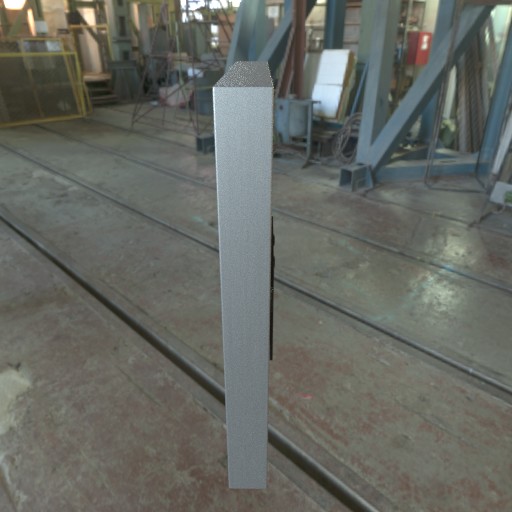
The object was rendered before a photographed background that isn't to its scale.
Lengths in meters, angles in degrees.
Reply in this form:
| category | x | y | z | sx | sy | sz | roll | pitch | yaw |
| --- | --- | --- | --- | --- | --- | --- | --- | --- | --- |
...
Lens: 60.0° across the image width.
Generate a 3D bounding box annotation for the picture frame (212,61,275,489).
| category | x | y | z | sx | sy | sz | roll | pitch | yaw |
| --- | --- | --- | --- | --- | --- | --- | --- | --- | --- |
| picture frame | 0.000 | 0.000 | 0.268 | 0.028 | 0.208 | 0.157 | 0 | 27 | 0 |
